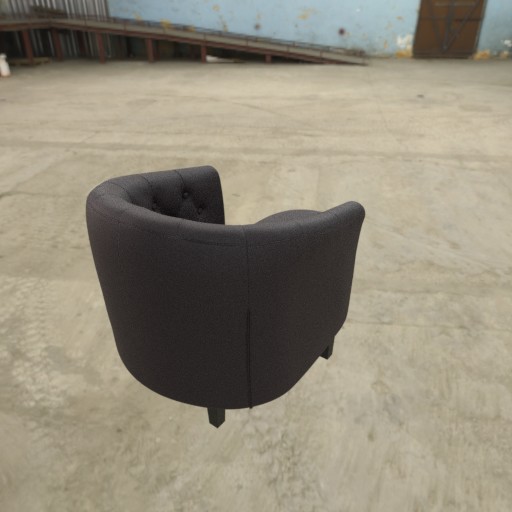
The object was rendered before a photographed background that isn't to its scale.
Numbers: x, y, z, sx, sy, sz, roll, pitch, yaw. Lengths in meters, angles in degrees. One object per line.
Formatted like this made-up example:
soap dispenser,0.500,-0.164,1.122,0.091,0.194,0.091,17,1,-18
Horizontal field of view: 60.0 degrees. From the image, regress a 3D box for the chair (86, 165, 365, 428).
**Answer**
chair,0.000,0.000,1.695,0.763,0.760,1.191,20,35,32
